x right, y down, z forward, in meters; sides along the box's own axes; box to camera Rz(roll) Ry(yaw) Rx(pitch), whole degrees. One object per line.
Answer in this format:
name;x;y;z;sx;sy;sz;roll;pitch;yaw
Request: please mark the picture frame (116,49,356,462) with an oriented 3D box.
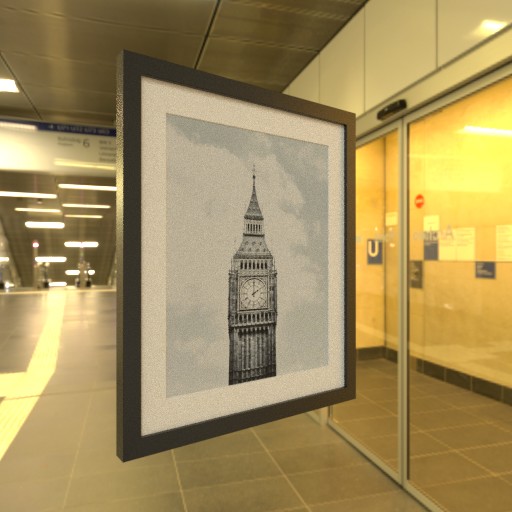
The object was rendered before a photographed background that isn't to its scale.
picture frame;0.000;0.000;0.742;0.460;0.556;0.028;0;0;-36
